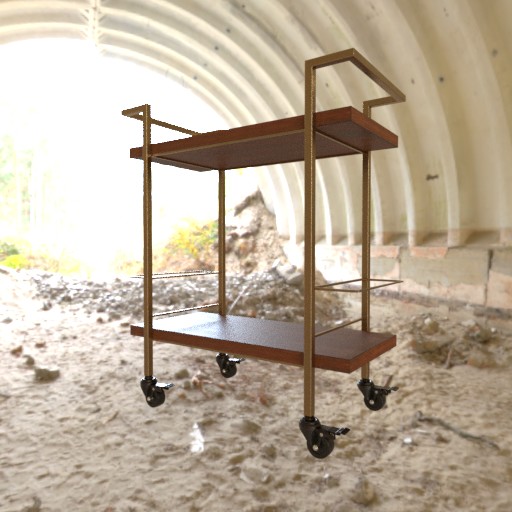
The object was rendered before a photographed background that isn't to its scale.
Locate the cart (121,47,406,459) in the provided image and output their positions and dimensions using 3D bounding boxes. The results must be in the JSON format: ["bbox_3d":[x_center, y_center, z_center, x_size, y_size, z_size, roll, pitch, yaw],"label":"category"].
[{"bbox_3d":[0.000,0.000,1.180,0.695,0.807,0.364,1,2,35],"label":"cart"}]
